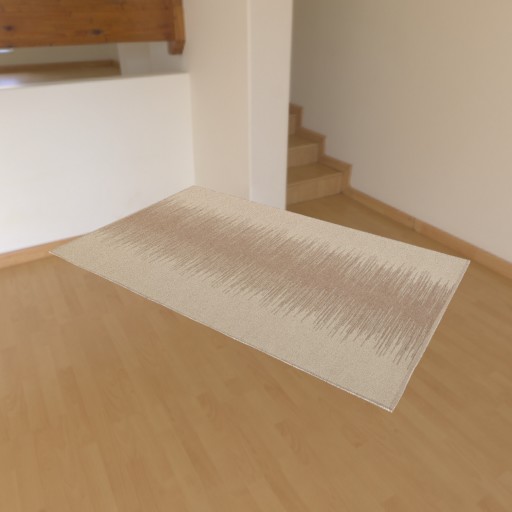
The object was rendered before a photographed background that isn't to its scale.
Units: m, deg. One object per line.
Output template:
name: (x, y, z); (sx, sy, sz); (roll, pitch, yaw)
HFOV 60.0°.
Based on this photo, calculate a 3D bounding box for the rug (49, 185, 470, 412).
rug: (0.000, 0.000, 3.014); (2.440, 0.012, 1.522); (19, 35, 29)
